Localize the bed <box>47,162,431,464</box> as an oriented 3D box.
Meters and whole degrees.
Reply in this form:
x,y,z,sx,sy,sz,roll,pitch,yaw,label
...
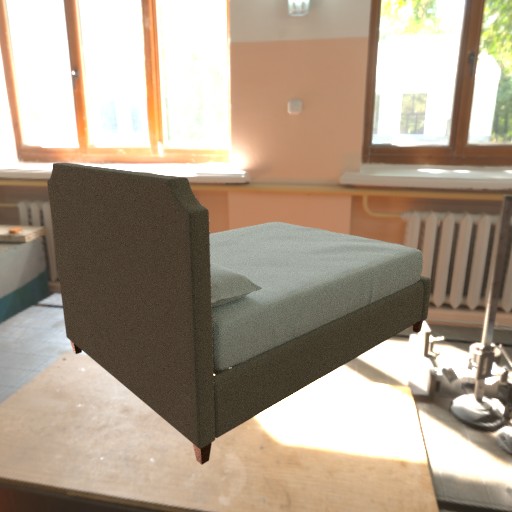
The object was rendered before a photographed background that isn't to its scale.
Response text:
x,y,z,sx,sy,sz,roll,pitch,yaw,label
0.000,0.000,3.348,2.329,1.415,1.703,-14,21,-41,bed
